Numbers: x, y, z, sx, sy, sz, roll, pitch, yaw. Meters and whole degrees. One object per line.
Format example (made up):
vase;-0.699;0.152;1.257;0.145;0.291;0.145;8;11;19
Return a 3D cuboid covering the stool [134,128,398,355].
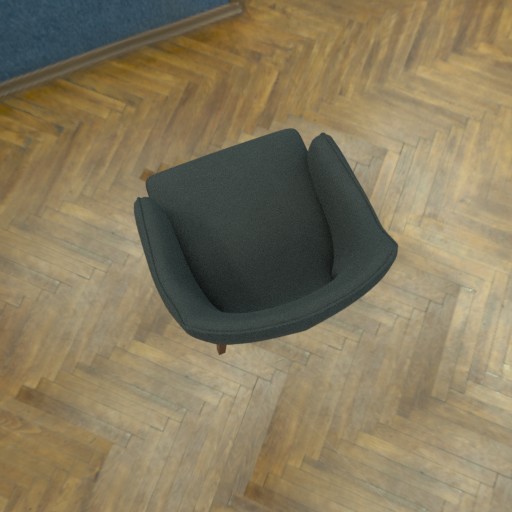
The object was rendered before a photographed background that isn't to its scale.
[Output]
stool;0.000;0.000;1.347;0.548;1.012;0.558;-20;76;-5
